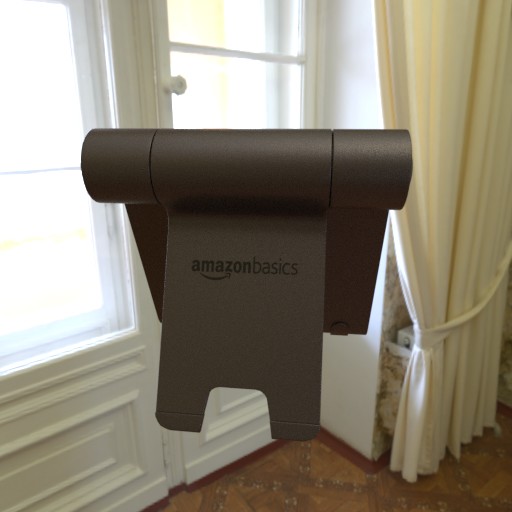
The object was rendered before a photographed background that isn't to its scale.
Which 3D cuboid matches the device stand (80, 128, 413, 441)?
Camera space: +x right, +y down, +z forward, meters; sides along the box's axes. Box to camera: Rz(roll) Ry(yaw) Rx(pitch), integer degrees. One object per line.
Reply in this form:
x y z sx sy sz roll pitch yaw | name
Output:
0.000 0.000 0.150 0.088 0.084 0.079 2 17 7 | device stand
